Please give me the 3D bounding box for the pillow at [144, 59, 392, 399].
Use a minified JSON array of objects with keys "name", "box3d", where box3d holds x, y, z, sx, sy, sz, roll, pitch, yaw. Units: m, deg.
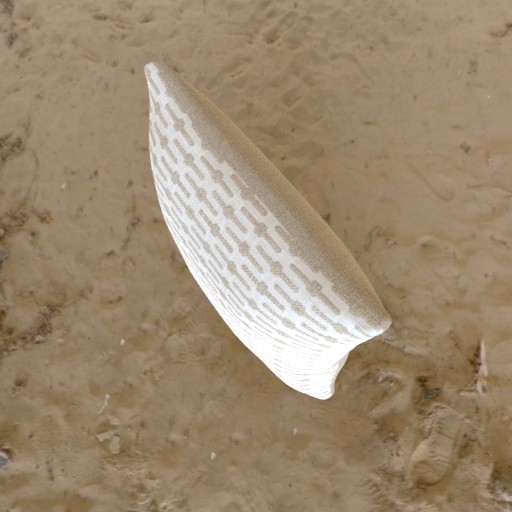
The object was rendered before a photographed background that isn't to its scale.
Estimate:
[{"name":"pillow","box3d":[0.000,0.000,0.770,0.219,0.491,0.496,-32,67,-15]}]
